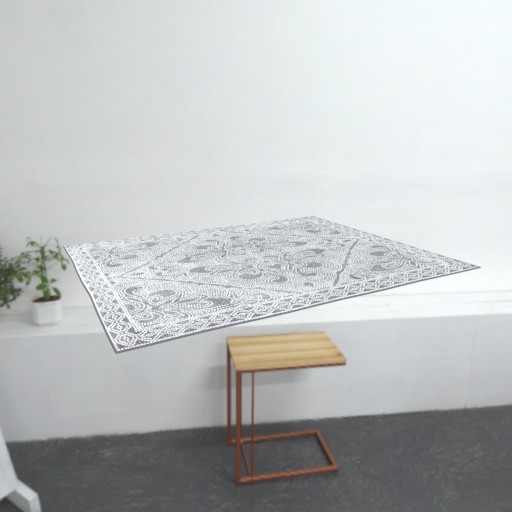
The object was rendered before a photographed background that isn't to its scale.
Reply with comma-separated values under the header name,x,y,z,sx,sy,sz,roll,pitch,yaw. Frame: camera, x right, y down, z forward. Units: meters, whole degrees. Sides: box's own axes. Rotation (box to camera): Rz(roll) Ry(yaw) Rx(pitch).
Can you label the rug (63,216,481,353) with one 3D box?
name,x,y,z,sx,sy,sz,roll,pitch,yaw
rug,0.000,0.000,4.069,3.048,0.012,2.438,-9,19,-27
